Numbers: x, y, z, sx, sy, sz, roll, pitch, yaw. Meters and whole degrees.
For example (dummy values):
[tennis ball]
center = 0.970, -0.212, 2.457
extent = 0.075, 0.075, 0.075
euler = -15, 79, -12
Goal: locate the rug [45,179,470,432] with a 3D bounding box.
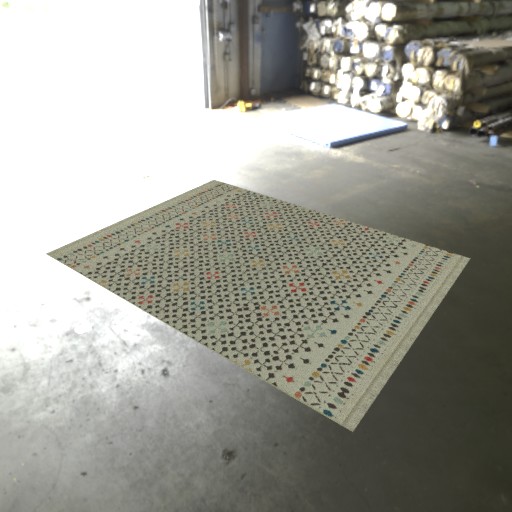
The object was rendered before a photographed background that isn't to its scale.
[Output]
[rug]
center = 0.000, 0.000, 4.137
extent = 3.196, 0.007, 2.354
euler = 22, 38, 31
